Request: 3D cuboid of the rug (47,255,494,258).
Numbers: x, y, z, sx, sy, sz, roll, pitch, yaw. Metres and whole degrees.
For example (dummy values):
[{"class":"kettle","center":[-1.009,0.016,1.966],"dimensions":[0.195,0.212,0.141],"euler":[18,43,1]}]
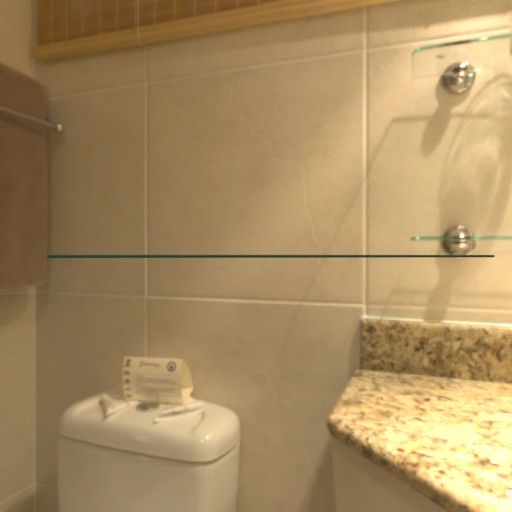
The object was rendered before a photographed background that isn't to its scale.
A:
[{"class":"rug","center":[0.000,0.000,2.838],"dimensions":[2.213,0.013,1.594],"euler":[0,0,-17]}]
